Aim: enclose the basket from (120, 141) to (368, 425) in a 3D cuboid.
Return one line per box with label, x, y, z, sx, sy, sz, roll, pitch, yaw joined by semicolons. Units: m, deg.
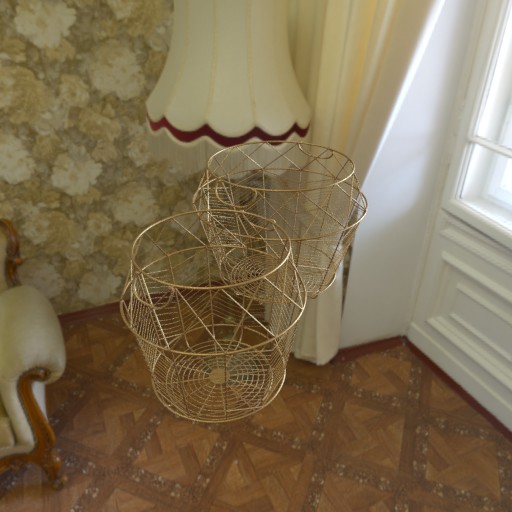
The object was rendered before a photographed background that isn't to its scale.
basket;0.000;0.000;1.044;0.451;0.343;0.805;10;33;17
